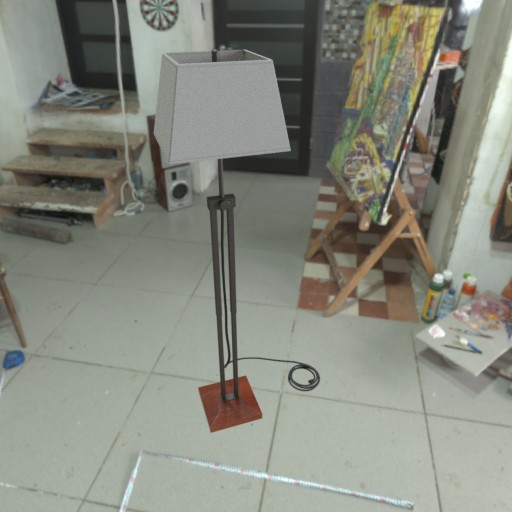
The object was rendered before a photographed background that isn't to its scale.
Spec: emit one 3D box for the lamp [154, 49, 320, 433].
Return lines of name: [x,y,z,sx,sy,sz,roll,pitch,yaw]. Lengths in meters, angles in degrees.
lamp: [0.000,0.000,1.986,0.745,1.712,0.472,-10,33,-16]
